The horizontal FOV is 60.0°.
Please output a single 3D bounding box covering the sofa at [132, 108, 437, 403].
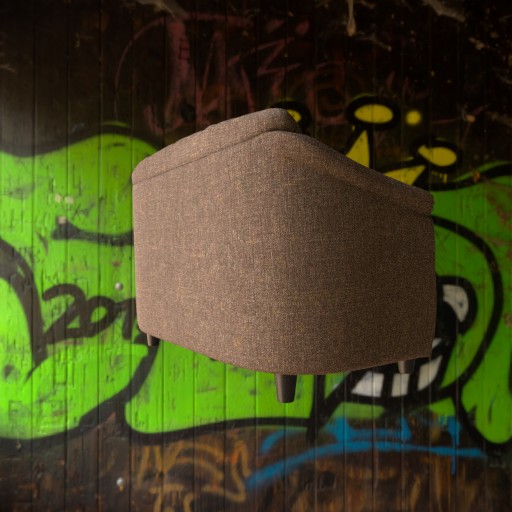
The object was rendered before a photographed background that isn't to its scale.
[{"bbox_3d":[0.000,0.000,1.940,0.799,0.895,1.404,0,0,-35],"label":"sofa"}]
